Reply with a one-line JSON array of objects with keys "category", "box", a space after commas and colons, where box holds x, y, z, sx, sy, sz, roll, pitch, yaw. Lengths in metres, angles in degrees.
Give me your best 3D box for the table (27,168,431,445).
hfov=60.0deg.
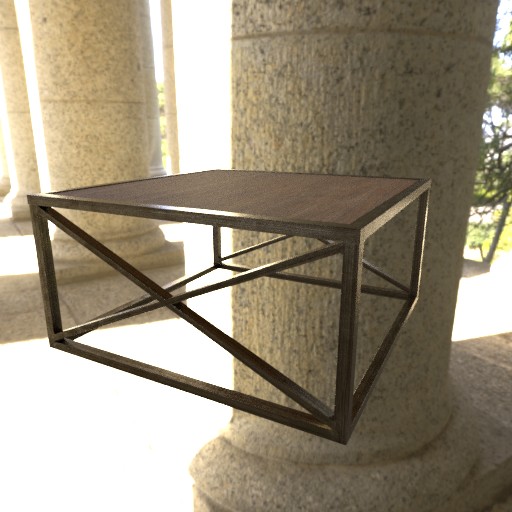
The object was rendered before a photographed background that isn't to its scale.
[{"category": "table", "box": [0.000, 0.000, 1.423, 0.899, 0.451, 0.909, 8, 18, 27]}]
